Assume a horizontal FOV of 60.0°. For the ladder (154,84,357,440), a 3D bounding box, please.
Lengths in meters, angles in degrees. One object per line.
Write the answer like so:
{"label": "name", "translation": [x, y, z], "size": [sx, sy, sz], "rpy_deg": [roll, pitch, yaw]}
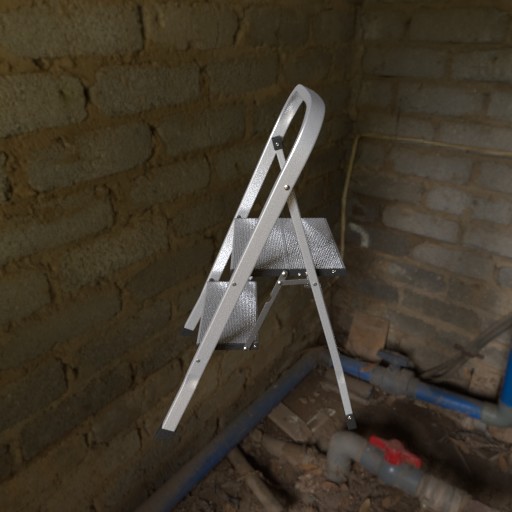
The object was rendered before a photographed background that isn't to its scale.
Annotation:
{"label": "ladder", "translation": [0.000, 0.000, 1.167], "size": [0.530, 0.830, 0.465], "rpy_deg": [0, 27, 0]}
